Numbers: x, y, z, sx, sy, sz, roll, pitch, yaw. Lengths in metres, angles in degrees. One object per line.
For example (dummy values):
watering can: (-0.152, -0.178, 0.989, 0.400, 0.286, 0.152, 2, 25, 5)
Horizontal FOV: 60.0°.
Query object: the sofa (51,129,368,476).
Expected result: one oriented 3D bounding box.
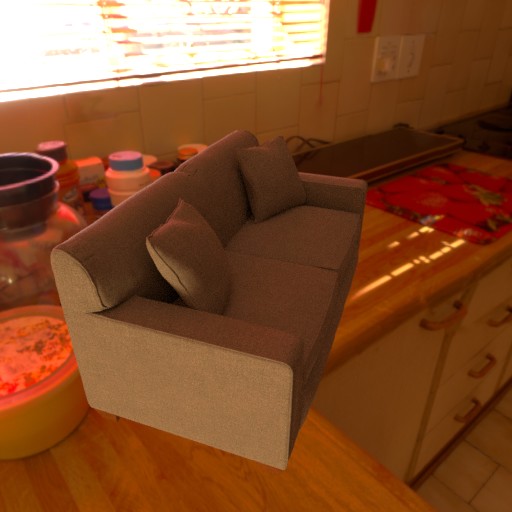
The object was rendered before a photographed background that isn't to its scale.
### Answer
sofa: (0.000, 0.000, 2.429, 1.000, 0.958, 1.846, 10, 32, 17)
